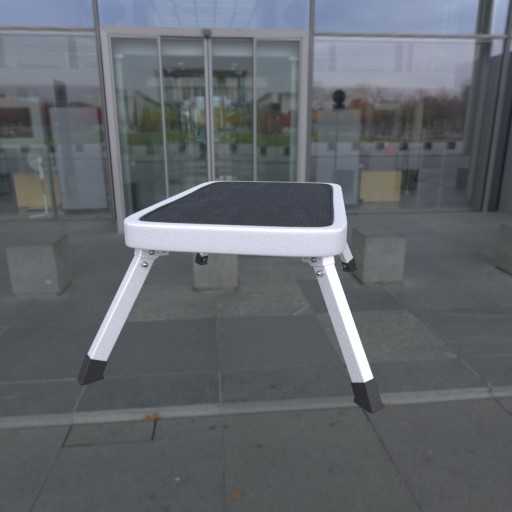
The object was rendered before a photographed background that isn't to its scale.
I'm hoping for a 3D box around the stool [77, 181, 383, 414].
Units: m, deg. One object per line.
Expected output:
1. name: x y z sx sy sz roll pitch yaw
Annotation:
1. stool: 0.000 0.000 0.638 0.320 0.170 0.460 3 16 9
